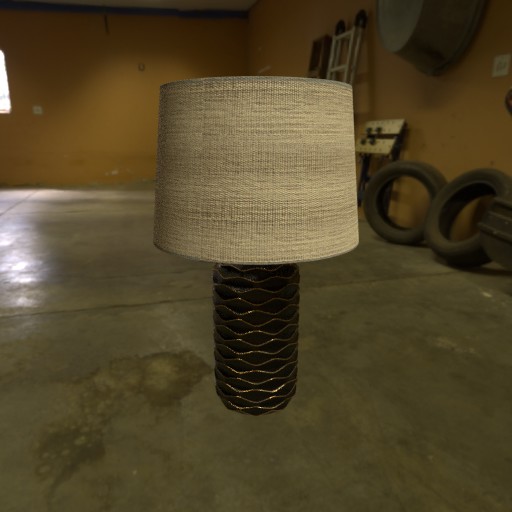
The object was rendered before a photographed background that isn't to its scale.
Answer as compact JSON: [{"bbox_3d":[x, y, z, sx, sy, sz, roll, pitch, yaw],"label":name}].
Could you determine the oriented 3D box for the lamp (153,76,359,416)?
[{"bbox_3d":[0.000,0.000,0.839,0.376,0.594,0.376,0,15,0],"label":"lamp"}]
